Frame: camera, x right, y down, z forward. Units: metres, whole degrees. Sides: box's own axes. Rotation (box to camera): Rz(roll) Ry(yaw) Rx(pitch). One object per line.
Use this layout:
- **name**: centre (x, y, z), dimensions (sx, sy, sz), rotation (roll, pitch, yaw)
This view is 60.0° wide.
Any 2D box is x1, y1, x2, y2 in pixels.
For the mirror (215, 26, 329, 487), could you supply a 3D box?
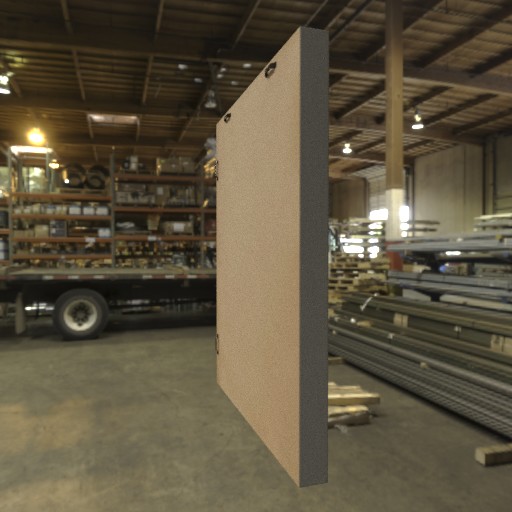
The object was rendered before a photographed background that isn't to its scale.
- **mirror**: centre (0.000, 0.000, 0.684), dimensions (0.041, 0.508, 0.405), rotation (0, 1, -18)
